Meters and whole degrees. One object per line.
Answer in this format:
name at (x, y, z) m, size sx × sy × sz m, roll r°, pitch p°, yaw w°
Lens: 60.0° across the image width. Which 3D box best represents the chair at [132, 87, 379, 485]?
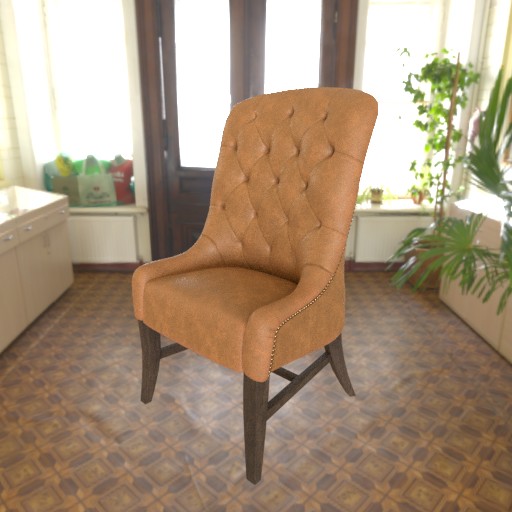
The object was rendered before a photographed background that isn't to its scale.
chair at (0.000, 0.000, 1.492) m, size 0.634 × 1.091 × 0.629 m, roll 15°, pitch 22°, yaw 41°
